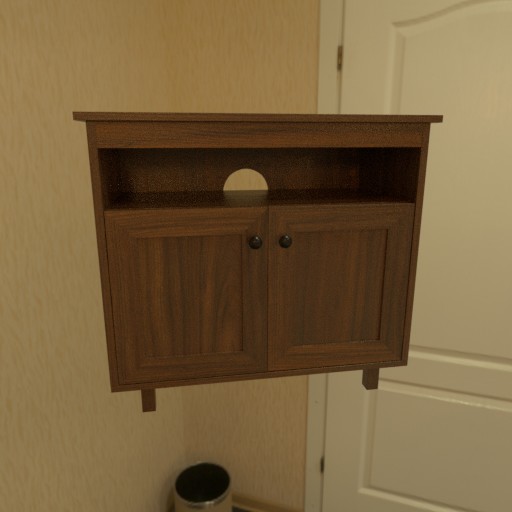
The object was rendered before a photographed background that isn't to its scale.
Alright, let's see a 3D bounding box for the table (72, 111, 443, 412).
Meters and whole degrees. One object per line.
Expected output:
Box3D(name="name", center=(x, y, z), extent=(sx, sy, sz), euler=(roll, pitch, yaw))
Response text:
Box3D(name="table", center=(0.000, 0.000, 1.213), extent=(0.802, 0.725, 0.390), euler=(-3, 15, -10))
